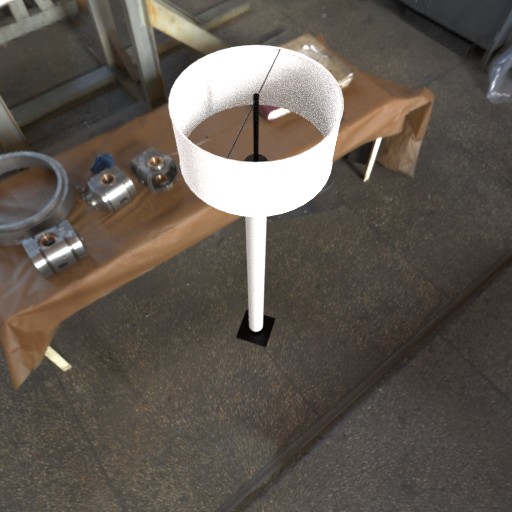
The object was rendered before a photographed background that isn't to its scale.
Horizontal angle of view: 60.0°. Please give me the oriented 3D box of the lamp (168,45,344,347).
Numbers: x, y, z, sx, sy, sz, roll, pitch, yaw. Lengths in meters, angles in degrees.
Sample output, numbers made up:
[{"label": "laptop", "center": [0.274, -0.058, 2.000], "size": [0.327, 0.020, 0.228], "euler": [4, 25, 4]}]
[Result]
[{"label": "lamp", "center": [0.000, 0.000, 1.683], "size": [0.420, 1.475, 0.420], "euler": [16, 60, 9]}]
